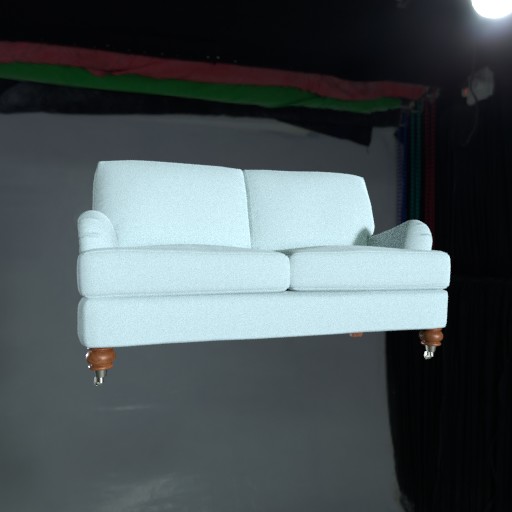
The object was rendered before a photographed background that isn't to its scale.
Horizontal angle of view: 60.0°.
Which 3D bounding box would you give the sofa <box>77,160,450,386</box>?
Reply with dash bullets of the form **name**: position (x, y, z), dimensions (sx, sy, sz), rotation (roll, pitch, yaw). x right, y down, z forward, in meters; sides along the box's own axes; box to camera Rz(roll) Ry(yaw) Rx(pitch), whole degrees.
- **sofa**: position (0.000, 0.000, 2.507), dimensions (1.853, 1.101, 1.084), rotation (0, 0, -17)
